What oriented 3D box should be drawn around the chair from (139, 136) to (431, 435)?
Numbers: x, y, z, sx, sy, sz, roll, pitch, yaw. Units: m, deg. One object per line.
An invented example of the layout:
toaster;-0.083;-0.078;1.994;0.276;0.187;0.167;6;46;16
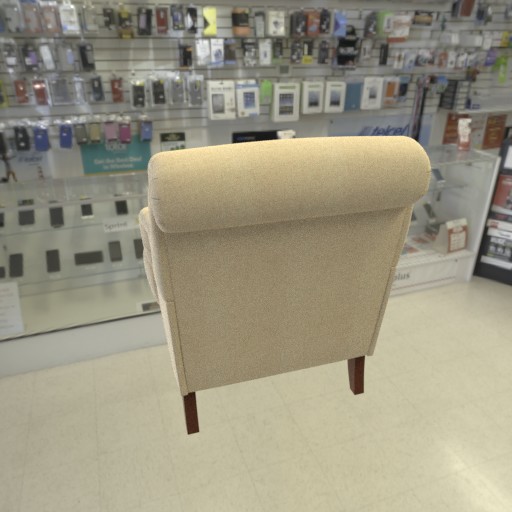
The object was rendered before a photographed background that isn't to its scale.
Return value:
chair;0.000;0.000;1.590;0.766;0.944;0.842;-8;27;-15
